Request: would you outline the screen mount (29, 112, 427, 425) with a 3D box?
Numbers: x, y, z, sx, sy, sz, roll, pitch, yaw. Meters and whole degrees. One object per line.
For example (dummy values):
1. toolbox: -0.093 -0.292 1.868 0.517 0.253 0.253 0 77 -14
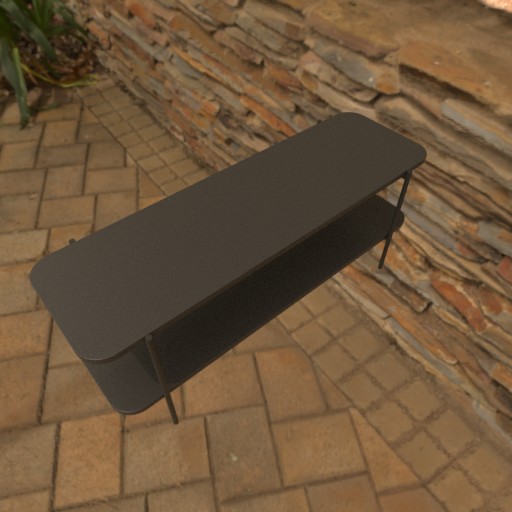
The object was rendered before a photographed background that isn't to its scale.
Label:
1. screen mount: 0.000 0.000 1.419 1.200 0.447 0.400 -32 55 -26
